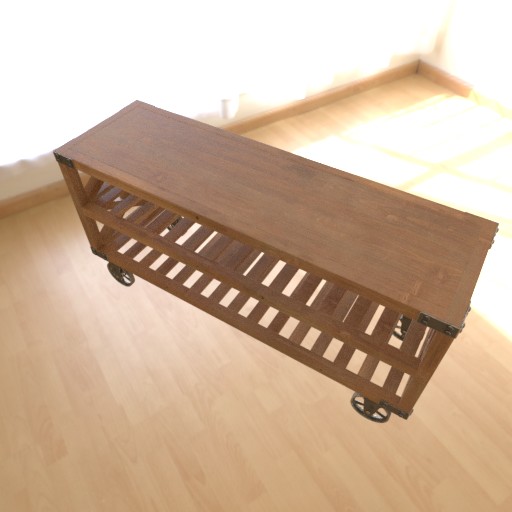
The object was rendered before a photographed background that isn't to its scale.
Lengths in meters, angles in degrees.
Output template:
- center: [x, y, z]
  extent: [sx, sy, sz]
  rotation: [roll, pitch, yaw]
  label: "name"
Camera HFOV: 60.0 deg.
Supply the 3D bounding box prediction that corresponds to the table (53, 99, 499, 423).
- center: [0.000, 0.000, 1.752]
  extent: [1.487, 0.711, 0.467]
  rotation: [24, 52, 21]
  label: "table"
